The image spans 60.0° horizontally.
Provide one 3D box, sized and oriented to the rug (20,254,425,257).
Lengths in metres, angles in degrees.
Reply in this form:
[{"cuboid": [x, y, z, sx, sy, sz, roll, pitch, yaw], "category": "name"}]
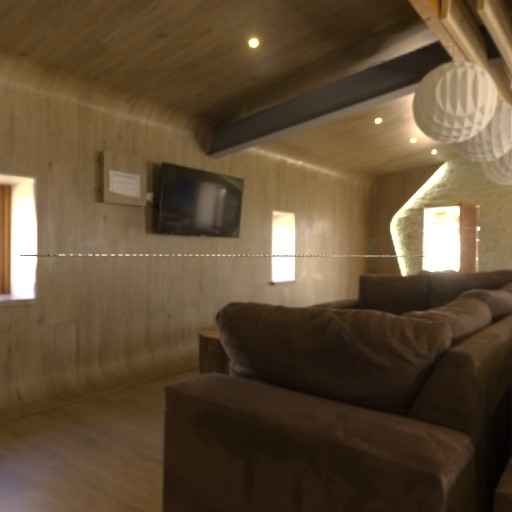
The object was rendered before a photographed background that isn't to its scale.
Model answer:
[{"cuboid": [0.000, 0.000, 2.501, 2.286, 0.008, 0.686, 0, 0, -37], "category": "rug"}]
